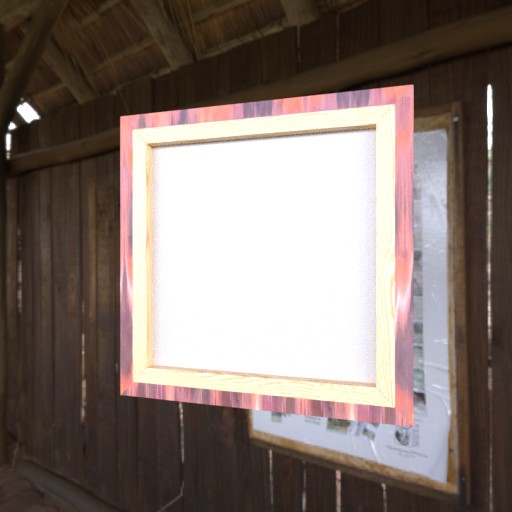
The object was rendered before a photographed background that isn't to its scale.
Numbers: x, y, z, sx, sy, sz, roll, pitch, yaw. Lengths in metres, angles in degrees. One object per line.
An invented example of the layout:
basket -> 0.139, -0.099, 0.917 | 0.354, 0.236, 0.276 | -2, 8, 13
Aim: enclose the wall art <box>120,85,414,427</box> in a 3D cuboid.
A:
wall art -> 0.000, 0.000, 0.603 | 0.403, 0.406, 0.038 | 0, 0, 17
